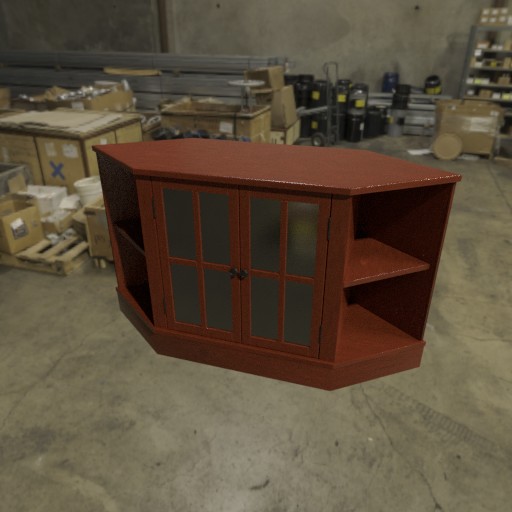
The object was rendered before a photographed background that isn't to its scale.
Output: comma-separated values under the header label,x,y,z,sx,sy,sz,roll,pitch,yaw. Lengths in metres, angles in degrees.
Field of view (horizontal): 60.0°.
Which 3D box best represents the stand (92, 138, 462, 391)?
label,x,y,z,sx,sy,sz,roll,pitch,yaw
stand,0.000,0.000,1.380,1.072,0.614,0.381,8,28,15
